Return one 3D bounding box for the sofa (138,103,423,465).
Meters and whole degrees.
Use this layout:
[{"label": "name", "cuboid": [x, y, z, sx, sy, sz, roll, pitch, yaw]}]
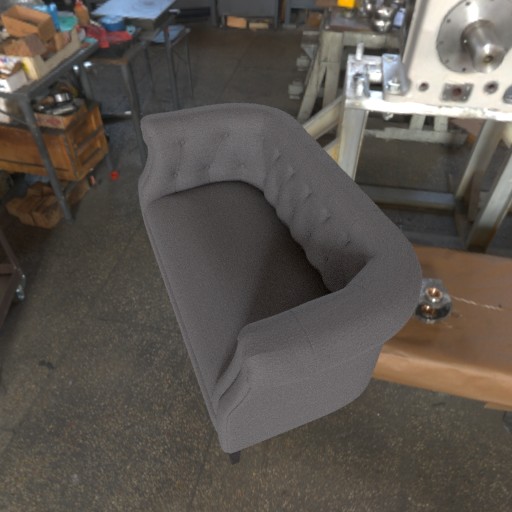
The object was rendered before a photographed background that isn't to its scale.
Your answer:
[{"label": "sofa", "cuboid": [0.000, 0.000, 2.042, 0.835, 0.827, 1.558, -16, 47, -15]}]
